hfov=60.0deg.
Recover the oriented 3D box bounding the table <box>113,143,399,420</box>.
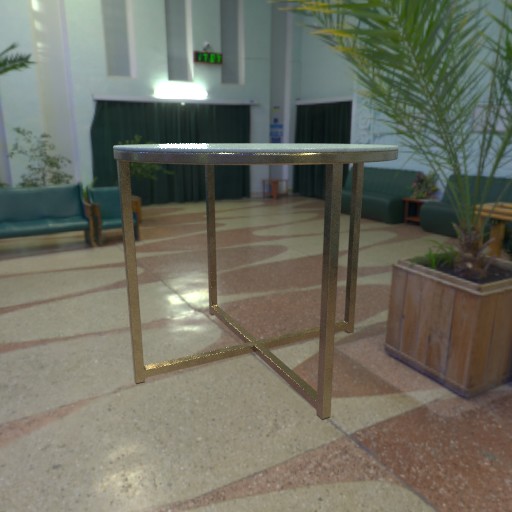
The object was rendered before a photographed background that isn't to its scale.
[{"bbox_3d":[0.000,0.000,0.866,0.500,0.420,0.500,0,15,0],"label":"table"}]
